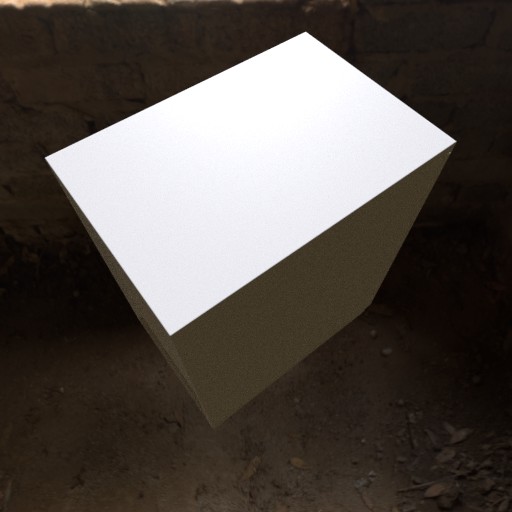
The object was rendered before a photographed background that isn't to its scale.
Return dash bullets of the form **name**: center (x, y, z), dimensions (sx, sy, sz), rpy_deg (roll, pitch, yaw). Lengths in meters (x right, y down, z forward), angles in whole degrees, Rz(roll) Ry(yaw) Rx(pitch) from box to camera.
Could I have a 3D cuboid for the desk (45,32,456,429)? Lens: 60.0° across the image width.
- **desk**: center (0.000, 0.000, 1.081), dimensions (0.600, 0.730, 0.404), rpy_deg (-33, 65, -18)
